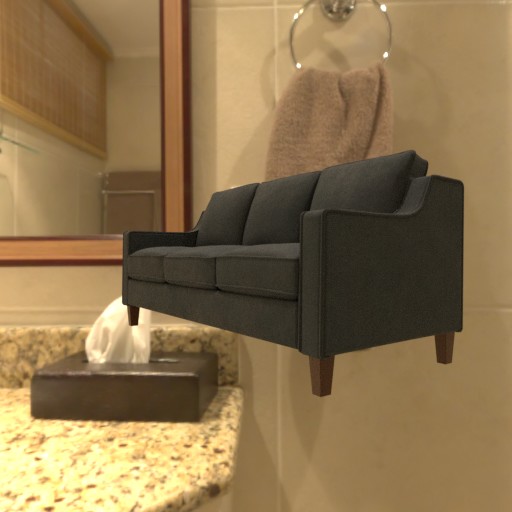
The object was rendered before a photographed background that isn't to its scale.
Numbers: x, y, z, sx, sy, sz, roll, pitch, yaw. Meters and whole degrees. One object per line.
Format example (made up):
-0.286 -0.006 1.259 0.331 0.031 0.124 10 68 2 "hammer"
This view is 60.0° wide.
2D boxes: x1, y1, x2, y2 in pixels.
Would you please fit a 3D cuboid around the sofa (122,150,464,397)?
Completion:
0.000 0.000 2.552 0.911 0.974 1.986 0 0 -36 "sofa"
